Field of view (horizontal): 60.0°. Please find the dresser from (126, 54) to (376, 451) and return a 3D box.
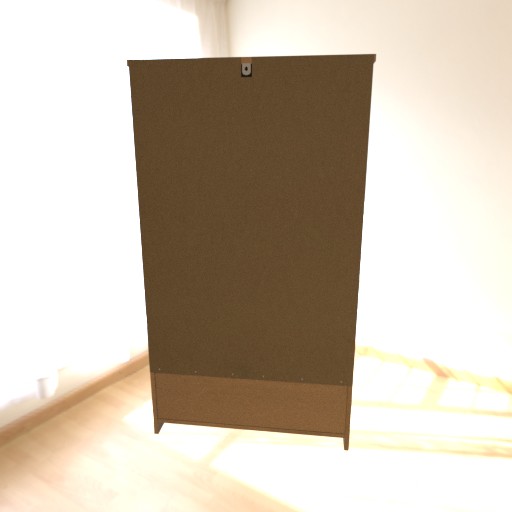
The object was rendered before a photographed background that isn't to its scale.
[{"bbox_3d":[0.000,0.000,1.586,0.704,1.255,0.399,2,15,7],"label":"dresser"}]
